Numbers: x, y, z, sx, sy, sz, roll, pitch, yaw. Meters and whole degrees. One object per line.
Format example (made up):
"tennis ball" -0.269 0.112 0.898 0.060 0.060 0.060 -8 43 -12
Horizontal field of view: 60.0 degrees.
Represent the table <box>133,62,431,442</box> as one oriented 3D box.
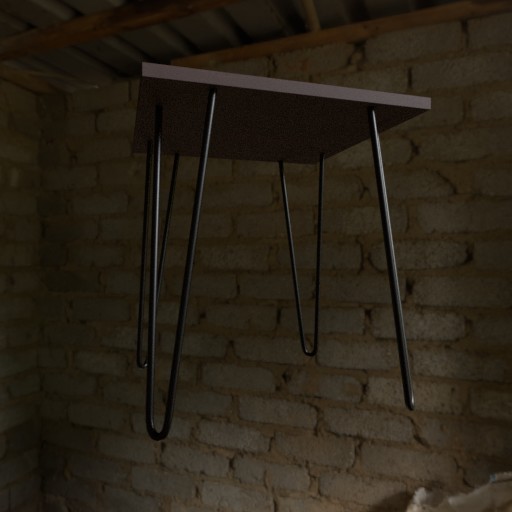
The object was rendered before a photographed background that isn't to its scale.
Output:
"table" 0.000 0.000 0.948 0.495 0.559 0.495 0 0 -17
